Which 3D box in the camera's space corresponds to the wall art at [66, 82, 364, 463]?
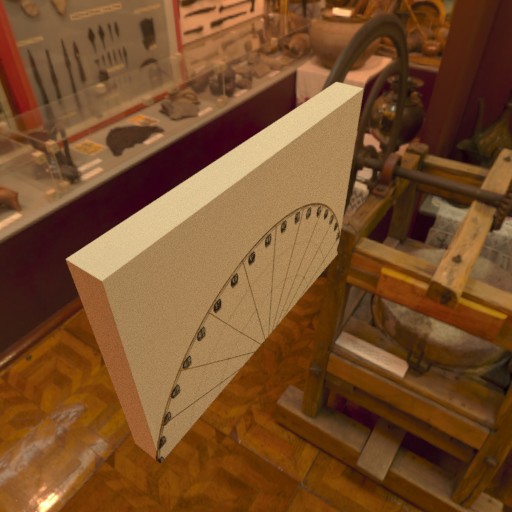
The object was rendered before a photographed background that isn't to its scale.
[{"bbox_3d":[0.000,0.000,0.483,0.039,0.254,0.384,25,47,26],"label":"wall art"}]
